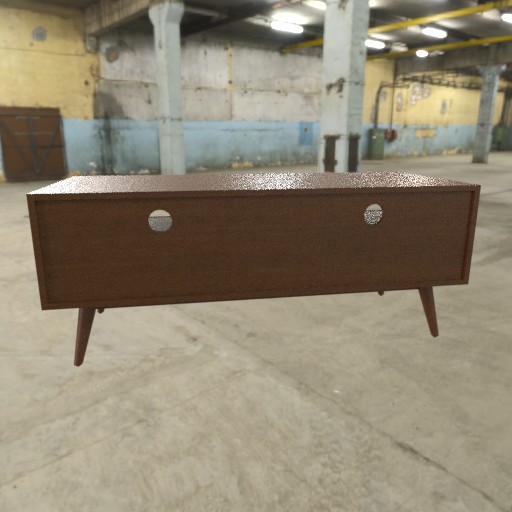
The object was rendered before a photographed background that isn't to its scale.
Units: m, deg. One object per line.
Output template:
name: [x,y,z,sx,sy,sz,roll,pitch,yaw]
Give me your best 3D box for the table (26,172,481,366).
table: [0.000,0.000,1.368,1.119,0.464,0.490,-3,15,-10]
